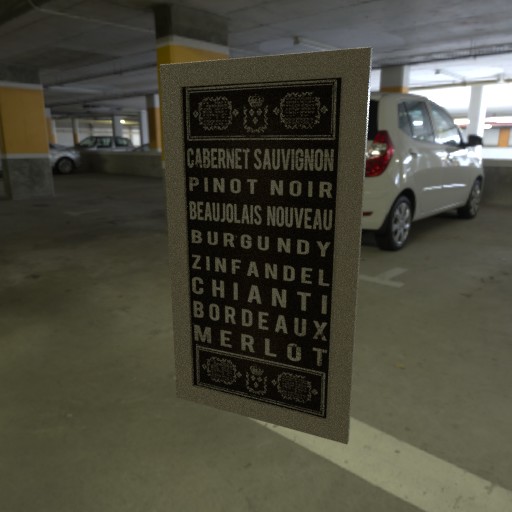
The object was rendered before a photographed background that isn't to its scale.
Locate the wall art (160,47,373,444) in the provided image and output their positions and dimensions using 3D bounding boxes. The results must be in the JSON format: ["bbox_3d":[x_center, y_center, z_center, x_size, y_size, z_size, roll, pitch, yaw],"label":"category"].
[{"bbox_3d":[0.000,0.000,0.823,0.380,0.683,0.013,6,16,24],"label":"wall art"}]
